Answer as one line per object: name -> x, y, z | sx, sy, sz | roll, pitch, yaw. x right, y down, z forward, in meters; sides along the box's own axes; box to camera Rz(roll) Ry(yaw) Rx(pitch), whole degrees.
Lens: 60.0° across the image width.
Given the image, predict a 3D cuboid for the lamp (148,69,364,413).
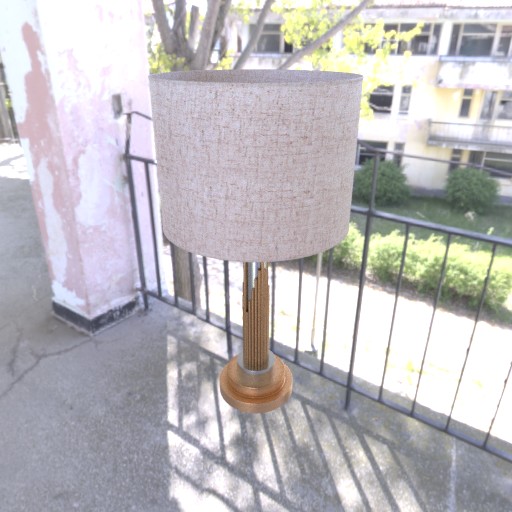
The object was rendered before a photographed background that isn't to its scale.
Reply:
lamp -> 0.000, 0.000, 0.805 | 0.321, 0.610, 0.321 | 17, 30, 32
